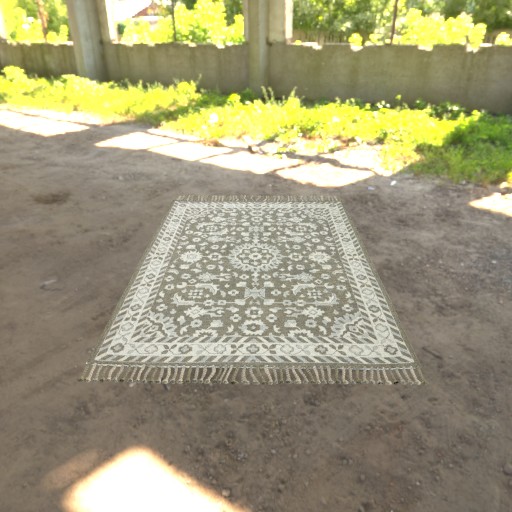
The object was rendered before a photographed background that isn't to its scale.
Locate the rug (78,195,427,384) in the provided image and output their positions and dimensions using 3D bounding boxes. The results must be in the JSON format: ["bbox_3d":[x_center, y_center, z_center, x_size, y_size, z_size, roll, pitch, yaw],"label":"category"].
[{"bbox_3d":[0.000,0.000,2.991,1.530,0.025,2.431,0,27,1],"label":"rug"}]
